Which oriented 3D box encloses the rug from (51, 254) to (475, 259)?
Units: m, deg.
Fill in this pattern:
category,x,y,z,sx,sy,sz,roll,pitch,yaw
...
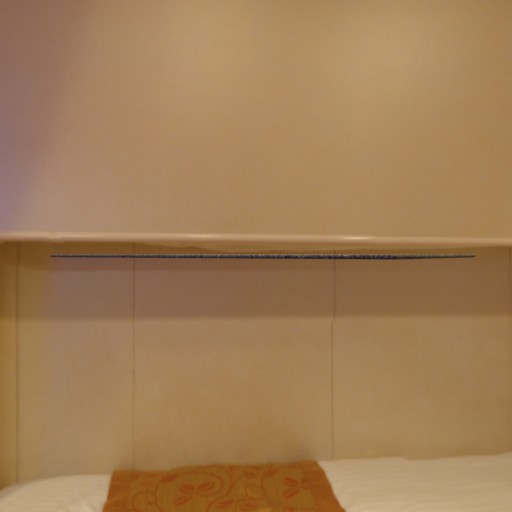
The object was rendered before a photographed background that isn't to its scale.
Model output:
category,x,y,z,sx,sy,sz,roll,pitch,yaw
rug,0.000,0.000,2.872,2.330,0.017,1.478,0,0,36
